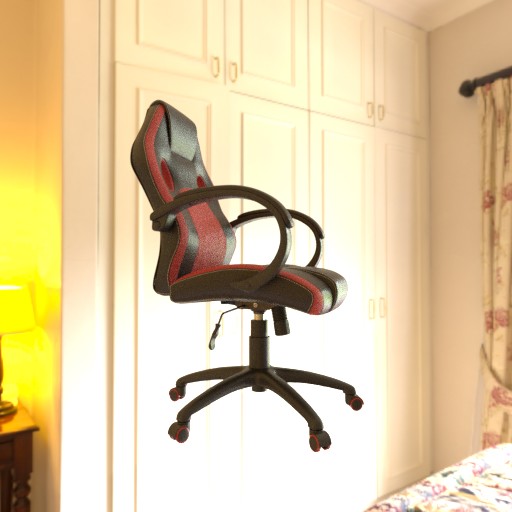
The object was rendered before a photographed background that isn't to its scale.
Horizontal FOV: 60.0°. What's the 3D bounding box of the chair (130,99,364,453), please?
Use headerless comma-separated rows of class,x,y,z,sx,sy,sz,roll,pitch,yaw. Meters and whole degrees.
chair,0.000,0.000,1.698,0.783,1.189,0.750,0,-1,18
